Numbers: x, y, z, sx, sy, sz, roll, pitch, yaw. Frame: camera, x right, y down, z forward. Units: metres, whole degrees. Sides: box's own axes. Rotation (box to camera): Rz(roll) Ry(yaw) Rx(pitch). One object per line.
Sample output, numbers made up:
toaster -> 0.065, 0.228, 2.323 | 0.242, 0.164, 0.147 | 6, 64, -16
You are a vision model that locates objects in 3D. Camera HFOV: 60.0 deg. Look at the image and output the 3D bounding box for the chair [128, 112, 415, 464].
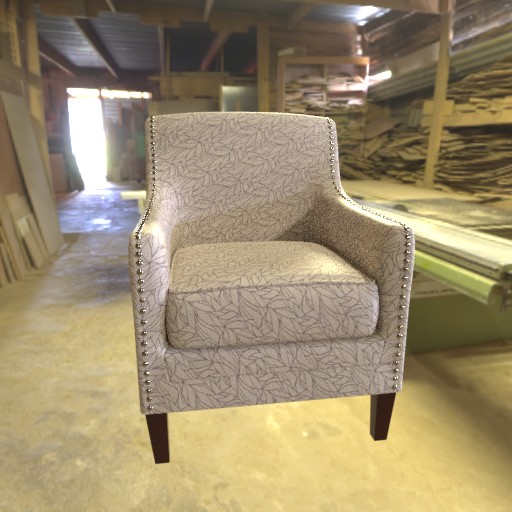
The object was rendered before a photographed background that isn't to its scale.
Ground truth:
chair -> 0.000, 0.000, 1.259 | 0.623, 0.816, 0.651 | -2, 14, -9
